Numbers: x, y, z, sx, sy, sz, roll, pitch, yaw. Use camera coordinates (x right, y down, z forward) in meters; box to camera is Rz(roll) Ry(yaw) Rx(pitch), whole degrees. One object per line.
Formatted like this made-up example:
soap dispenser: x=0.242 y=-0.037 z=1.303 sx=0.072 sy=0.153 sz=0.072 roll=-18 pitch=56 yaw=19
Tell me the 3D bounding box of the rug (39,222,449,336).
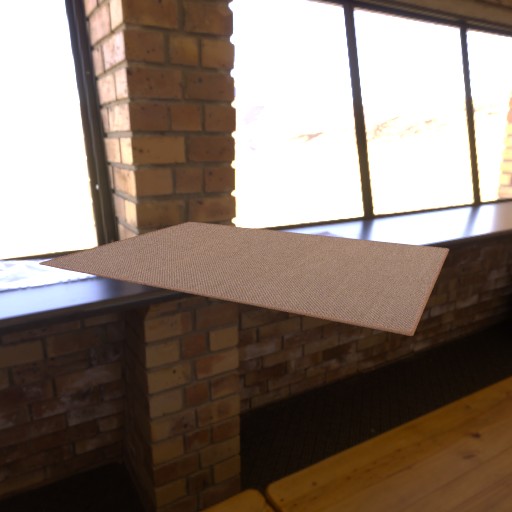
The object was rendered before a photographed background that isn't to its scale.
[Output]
rug: x=0.000 y=0.000 z=2.800 sx=2.134 sy=0.013 sz=1.524 roll=8 pitch=17 yaw=27
